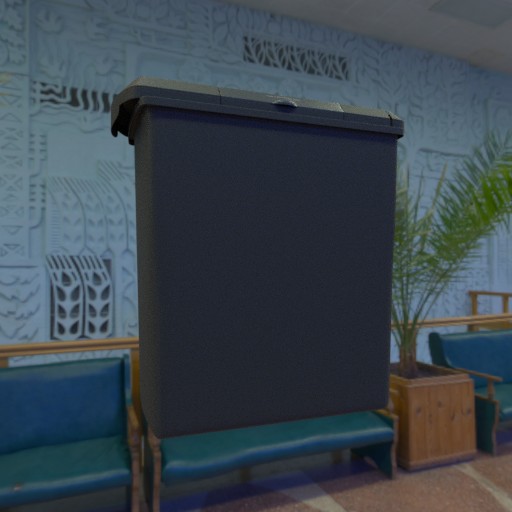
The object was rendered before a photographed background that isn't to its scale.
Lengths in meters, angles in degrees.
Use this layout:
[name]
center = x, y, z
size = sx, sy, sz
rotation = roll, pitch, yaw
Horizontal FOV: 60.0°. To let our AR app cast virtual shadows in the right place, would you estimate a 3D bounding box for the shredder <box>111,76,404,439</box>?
[shredder]
center = 0.000, 0.000, 0.511
size = 0.320, 0.335, 0.170
rotation = 0, -1, -20
